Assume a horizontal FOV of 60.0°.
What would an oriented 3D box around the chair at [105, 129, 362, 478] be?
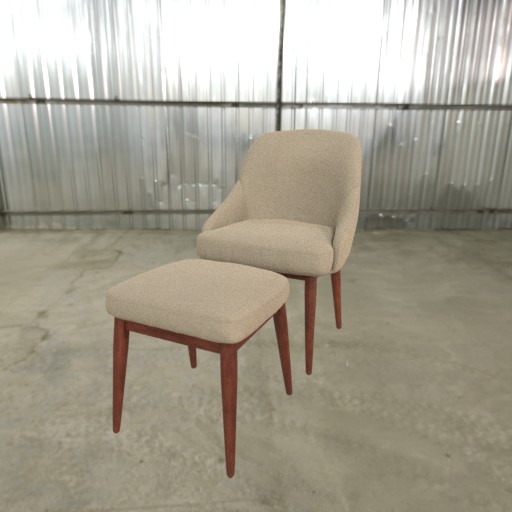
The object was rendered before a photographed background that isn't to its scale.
[{"bbox_3d":[0.000,0.000,1.593,0.584,0.866,1.114,8,18,25],"label":"chair"}]
